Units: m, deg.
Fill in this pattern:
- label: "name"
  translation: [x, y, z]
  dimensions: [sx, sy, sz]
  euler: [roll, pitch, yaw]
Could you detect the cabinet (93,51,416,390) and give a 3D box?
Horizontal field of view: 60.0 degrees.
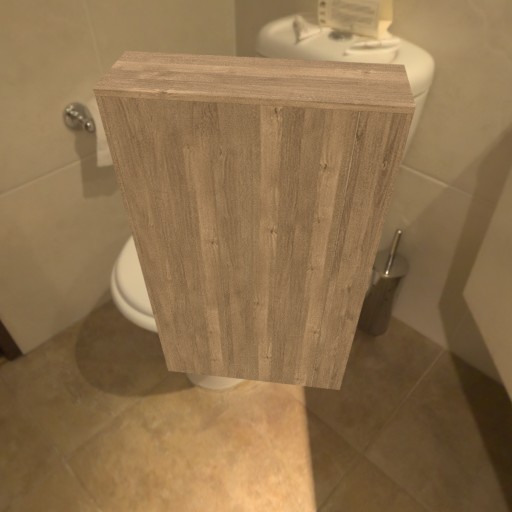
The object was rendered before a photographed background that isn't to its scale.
- label: "cabinet"
  translation: [0.000, 0.000, 1.560]
  dimensions: [0.750, 1.280, 0.250]
  euler: [5, 45, 5]
